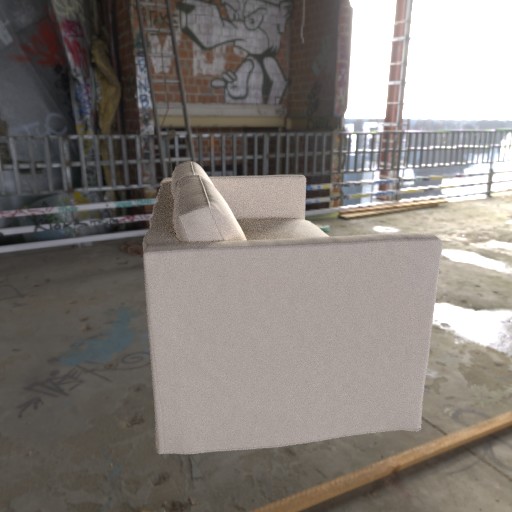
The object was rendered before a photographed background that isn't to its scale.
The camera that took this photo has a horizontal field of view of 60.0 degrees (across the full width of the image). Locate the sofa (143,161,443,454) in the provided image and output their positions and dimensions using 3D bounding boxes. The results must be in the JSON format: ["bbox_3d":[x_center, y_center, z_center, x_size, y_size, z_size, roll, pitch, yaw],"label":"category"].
[{"bbox_3d":[0.000,0.000,2.219,0.962,0.834,1.746,-3,17,-9],"label":"sofa"}]
